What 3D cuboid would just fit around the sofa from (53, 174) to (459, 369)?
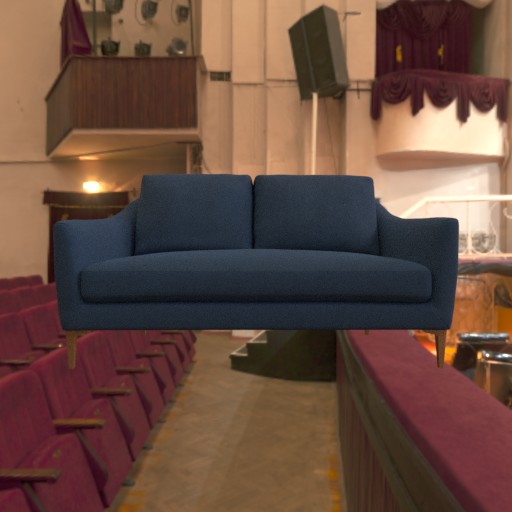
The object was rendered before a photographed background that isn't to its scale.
[{"bbox_3d":[0.000,0.000,2.213,1.619,0.902,0.960,0,1,0],"label":"sofa"}]
